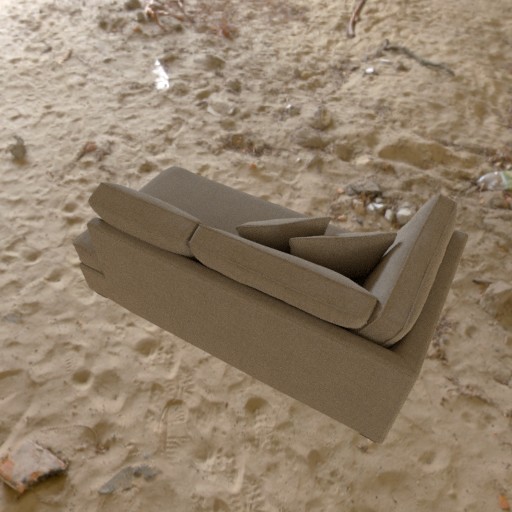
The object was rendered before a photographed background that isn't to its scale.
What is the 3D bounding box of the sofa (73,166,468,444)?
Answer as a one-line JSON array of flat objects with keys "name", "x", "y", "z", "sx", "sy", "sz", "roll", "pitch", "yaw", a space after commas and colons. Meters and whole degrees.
[{"name": "sofa", "x": 0.000, "y": 0.000, "z": 2.836, "sx": 2.238, "sy": 1.019, "sz": 1.110, "roll": 23, "pitch": 50, "yaw": 20}]
